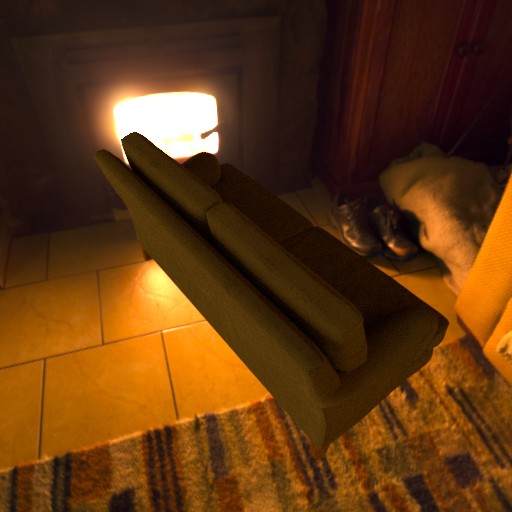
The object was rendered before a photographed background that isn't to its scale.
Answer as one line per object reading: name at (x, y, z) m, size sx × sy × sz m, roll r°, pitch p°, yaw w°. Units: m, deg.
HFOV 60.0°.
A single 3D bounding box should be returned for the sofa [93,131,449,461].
sofa at (0.000, 0.000, 2.778) m, size 1.086 × 1.087 × 2.165 m, roll -27°, pitch 48°, yaw -27°
